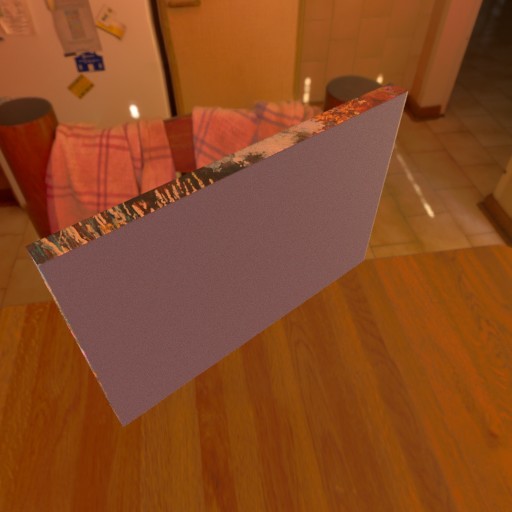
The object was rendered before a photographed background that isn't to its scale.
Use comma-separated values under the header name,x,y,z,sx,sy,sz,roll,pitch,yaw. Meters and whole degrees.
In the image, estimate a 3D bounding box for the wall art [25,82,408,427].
name,x,y,z,sx,sy,sz,roll,pitch,yaw
wall art,0.000,0.000,0.746,0.610,0.406,0.037,-31,54,-26
